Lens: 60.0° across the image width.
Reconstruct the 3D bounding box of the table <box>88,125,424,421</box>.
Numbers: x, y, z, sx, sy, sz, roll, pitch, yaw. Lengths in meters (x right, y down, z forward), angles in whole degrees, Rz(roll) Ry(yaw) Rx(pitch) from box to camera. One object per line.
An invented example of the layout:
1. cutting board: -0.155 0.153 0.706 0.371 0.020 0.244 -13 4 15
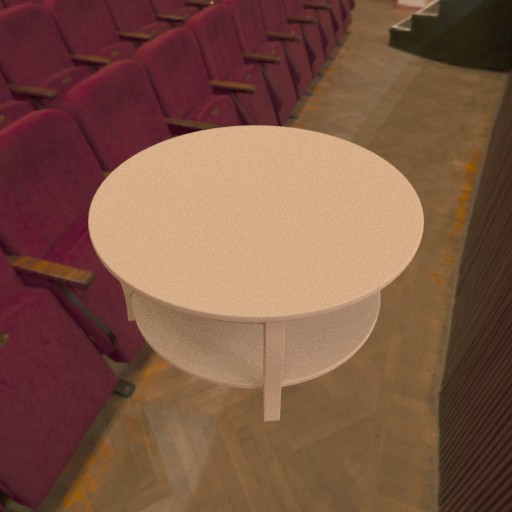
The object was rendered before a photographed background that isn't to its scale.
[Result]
1. table: 0.000 0.000 1.398 0.910 0.457 0.910 0 41 0
